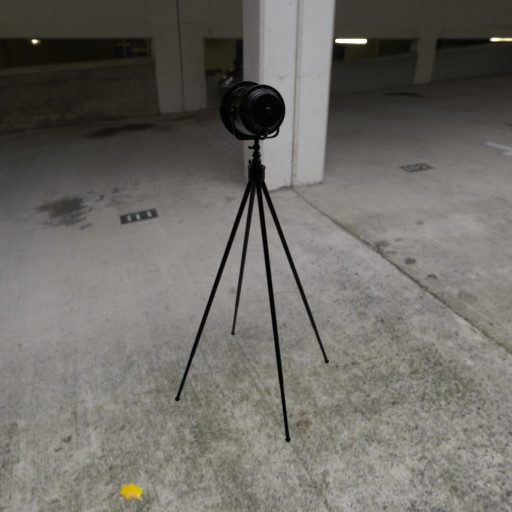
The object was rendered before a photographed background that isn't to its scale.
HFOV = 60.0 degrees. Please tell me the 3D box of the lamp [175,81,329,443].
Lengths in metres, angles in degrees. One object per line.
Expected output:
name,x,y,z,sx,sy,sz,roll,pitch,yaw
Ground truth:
lamp,0.000,0.000,2.060,0.879,1.504,0.884,-9,28,-18
